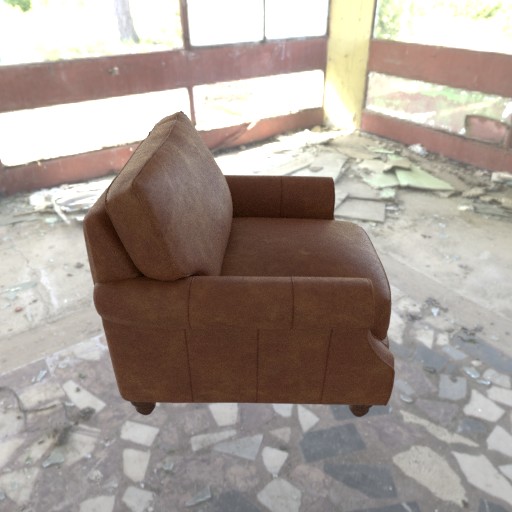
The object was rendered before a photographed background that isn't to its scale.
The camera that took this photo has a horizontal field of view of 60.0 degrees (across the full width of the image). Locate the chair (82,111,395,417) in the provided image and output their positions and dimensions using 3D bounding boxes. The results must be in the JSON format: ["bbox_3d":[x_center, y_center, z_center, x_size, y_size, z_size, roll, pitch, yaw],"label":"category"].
[{"bbox_3d":[0.000,0.000,1.720,0.986,0.962,0.983,0,32,0],"label":"chair"}]
